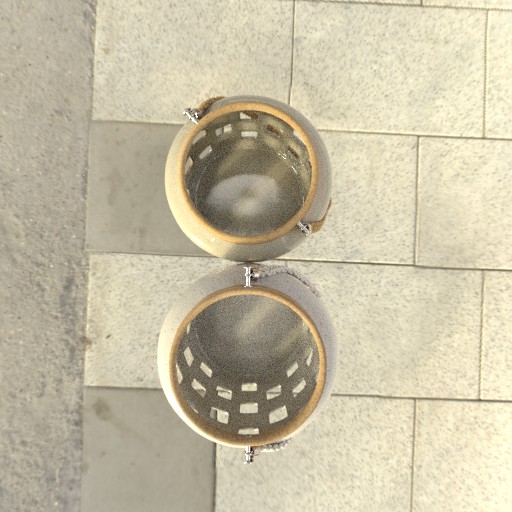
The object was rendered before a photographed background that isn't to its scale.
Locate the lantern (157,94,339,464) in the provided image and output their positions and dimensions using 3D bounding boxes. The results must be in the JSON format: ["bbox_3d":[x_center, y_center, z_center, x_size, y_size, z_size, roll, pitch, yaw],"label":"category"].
[{"bbox_3d":[0.000,0.000,0.485,0.184,0.255,0.347,0,90,-1],"label":"lantern"}]
